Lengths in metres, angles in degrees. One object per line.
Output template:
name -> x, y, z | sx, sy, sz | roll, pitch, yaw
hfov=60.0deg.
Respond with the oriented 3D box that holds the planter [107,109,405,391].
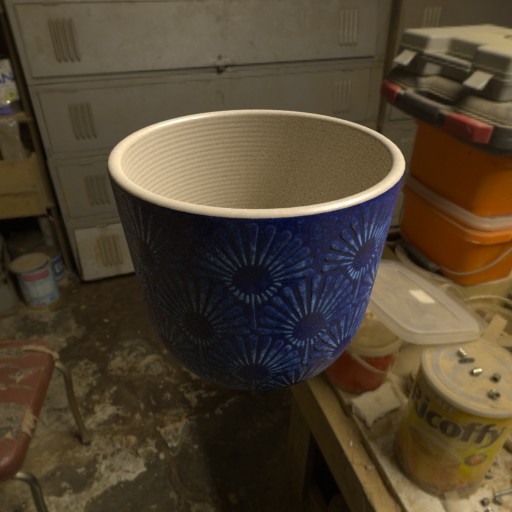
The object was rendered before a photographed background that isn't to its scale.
planter -> 0.000, 0.000, 0.302 | 0.170, 0.153, 0.170 | 0, 33, 0
